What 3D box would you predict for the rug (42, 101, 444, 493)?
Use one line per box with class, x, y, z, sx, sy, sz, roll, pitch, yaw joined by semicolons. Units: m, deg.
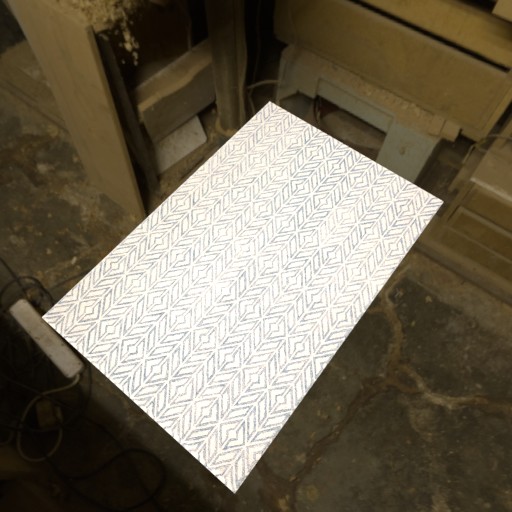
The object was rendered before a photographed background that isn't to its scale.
rug;0.000;0.000;2.315;1.220;0.008;1.824;35;68;16
